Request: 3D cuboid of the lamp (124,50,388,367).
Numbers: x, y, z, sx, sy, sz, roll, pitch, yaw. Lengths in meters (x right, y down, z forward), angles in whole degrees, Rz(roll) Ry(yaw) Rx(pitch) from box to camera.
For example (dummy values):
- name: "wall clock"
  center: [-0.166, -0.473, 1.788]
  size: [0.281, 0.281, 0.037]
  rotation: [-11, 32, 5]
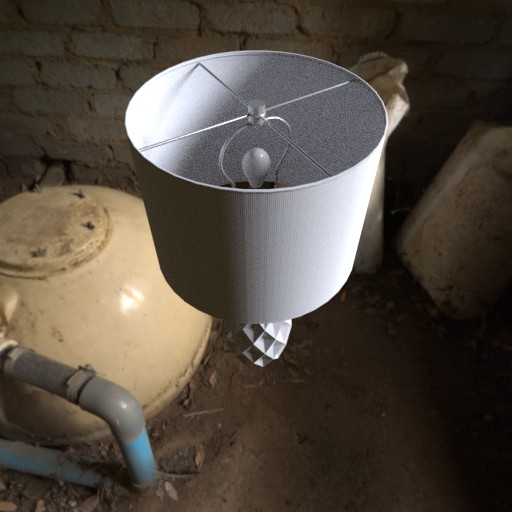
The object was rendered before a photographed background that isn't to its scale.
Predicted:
- name: "lamp"
  center: [0.000, 0.000, 0.700]
  size: [0.297, 0.522, 0.297]
  rotation: [0, 48, 0]
